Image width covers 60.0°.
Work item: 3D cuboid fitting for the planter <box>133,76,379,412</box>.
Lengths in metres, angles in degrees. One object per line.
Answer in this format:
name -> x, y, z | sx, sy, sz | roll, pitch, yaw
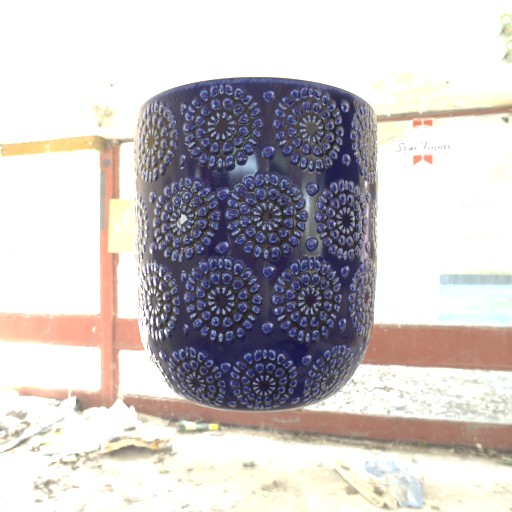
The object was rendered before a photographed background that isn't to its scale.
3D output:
planter -> 0.000, 0.000, 0.344 | 0.184, 0.206, 0.184 | 0, -1, 0
